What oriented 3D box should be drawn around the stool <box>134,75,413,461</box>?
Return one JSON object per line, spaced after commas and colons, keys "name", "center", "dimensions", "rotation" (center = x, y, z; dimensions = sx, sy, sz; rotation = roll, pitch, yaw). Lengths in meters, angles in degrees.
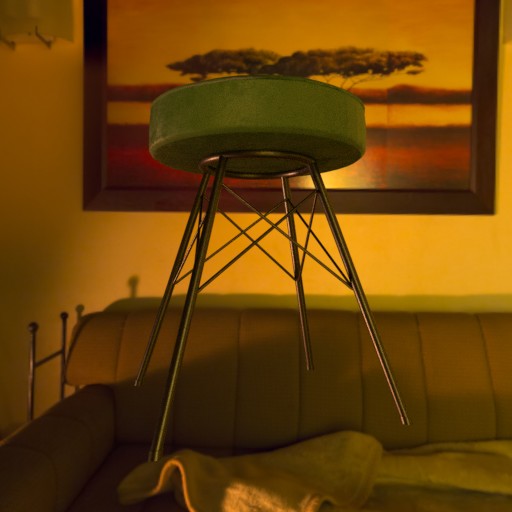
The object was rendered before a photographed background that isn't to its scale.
{"name": "stool", "center": [0.000, 0.000, 0.899], "dimensions": [0.457, 0.595, 0.430], "rotation": [0, 0, -18]}
